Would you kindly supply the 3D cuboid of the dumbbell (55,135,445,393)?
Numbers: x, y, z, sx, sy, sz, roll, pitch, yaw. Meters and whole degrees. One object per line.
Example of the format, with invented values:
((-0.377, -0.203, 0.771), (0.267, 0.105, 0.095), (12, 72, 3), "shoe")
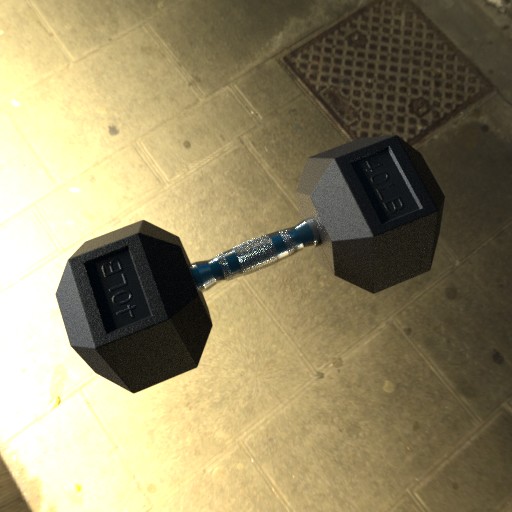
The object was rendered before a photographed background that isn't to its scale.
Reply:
((0.000, 0.000, 0.440), (0.361, 0.137, 0.157), (-22, 76, -6), "dumbbell")
